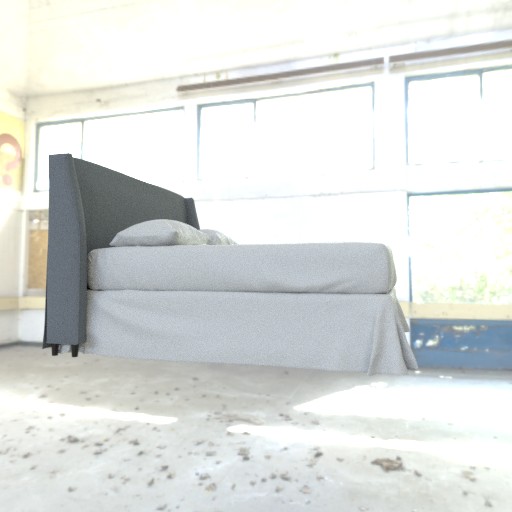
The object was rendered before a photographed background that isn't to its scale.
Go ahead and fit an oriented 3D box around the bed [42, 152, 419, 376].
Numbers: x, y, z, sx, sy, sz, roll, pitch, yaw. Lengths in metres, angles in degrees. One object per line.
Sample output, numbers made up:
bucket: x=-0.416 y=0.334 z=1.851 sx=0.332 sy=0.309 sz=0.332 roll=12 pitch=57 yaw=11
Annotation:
bed: x=0.000 y=0.000 z=3.419 sx=2.276 sy=1.332 sz=1.925 roll=-1 pitch=-2 yaw=18
